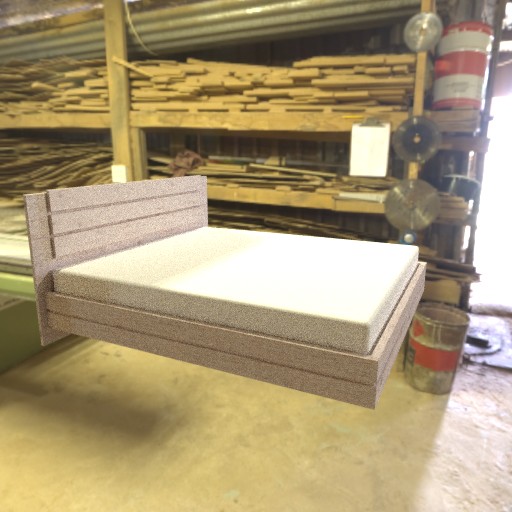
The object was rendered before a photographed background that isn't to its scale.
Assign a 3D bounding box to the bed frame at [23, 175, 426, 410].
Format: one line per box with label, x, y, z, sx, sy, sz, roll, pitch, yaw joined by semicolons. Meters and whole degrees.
bed frame;0.000;0.000;3.104;2.080;0.970;1.950;7;15;26
